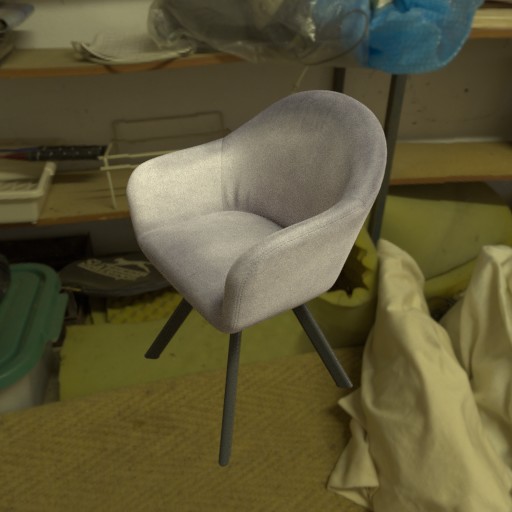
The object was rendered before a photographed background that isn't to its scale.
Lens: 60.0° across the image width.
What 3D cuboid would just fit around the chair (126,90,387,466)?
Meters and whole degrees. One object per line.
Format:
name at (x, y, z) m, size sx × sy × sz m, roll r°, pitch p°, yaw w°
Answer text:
chair at (0.000, 0.000, 1.176) m, size 0.540 × 0.780 × 0.570 m, roll -20°, pitch 36°, yaw -30°
